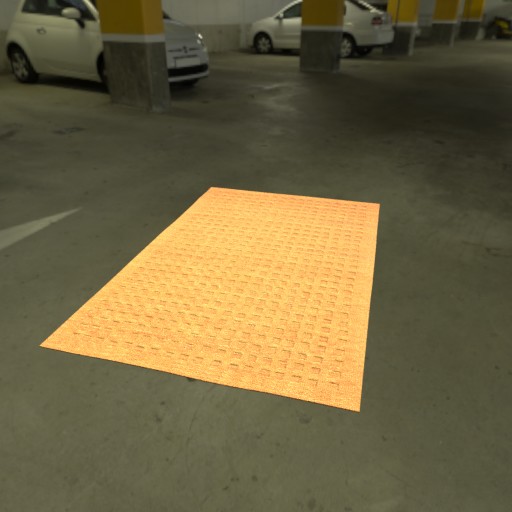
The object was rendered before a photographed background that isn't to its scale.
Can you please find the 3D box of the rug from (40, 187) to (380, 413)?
[{"bbox_3d":[0.000,0.000,2.213,1.143,0.006,1.747,8,30,14],"label":"rug"}]
